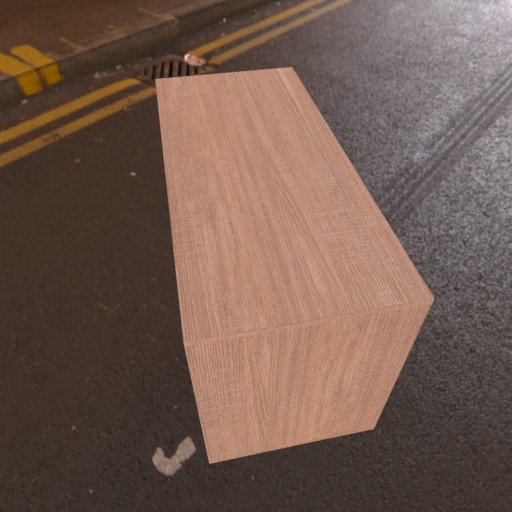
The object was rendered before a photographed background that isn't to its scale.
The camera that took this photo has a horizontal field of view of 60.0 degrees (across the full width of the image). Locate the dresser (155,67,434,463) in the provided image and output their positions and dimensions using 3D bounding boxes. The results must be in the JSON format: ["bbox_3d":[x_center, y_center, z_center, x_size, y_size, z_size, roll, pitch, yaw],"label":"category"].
[{"bbox_3d":[0.000,0.000,1.507,0.500,0.780,1.110,-8,47,-8],"label":"dresser"}]
